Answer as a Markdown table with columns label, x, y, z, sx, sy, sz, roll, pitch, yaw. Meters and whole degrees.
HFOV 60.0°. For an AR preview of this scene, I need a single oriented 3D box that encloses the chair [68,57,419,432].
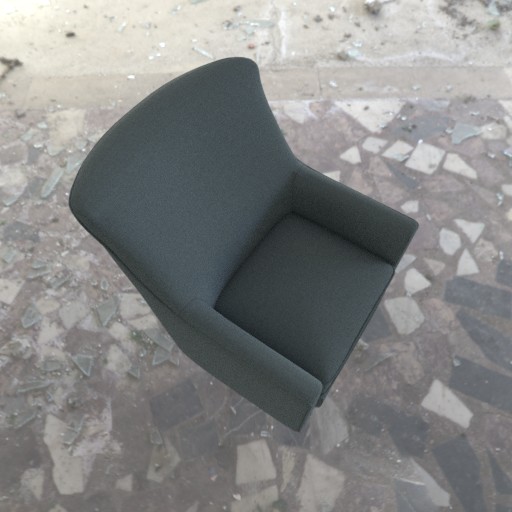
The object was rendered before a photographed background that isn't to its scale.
| label | x | y | z | sx | sy | sz | roll | pitch | yaw |
| --- | --- | --- | --- | --- | --- | --- | --- | --- | --- |
| chair | 0.000 | 0.000 | 1.551 | 0.879 | 0.916 | 0.756 | 30 | 63 | 17 |
